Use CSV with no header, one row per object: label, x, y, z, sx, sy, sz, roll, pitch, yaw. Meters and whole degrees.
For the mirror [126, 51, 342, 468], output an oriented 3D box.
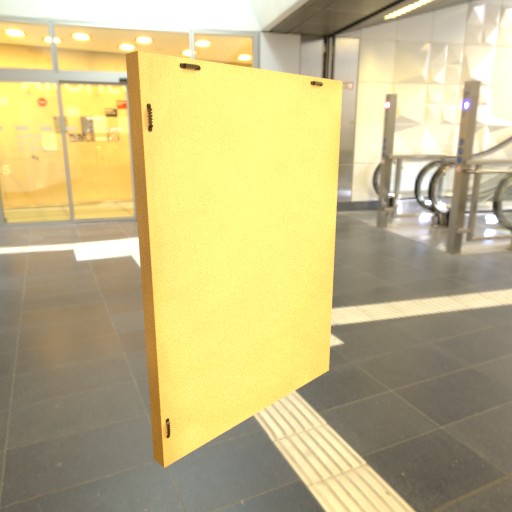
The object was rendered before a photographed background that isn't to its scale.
mirror,0.000,0.000,0.909,0.507,0.710,0.040,-14,21,-43
